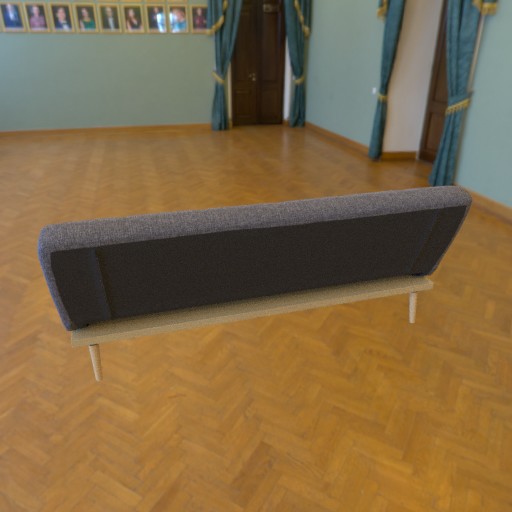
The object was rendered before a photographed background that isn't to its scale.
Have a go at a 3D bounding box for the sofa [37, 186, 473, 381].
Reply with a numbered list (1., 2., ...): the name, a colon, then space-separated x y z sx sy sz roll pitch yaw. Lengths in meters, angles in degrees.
1. sofa: 0.000 0.000 2.229 1.820 0.770 0.820 -7 27 -15
